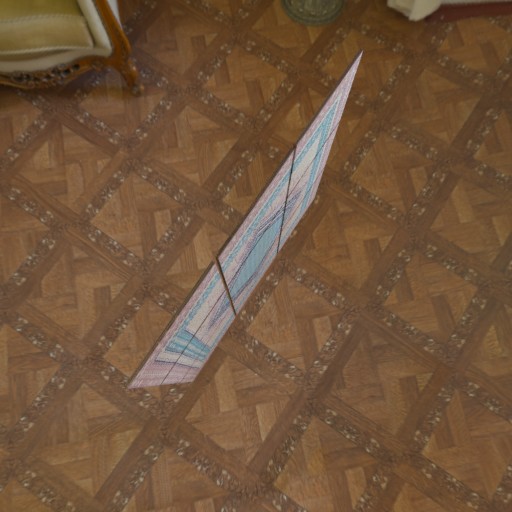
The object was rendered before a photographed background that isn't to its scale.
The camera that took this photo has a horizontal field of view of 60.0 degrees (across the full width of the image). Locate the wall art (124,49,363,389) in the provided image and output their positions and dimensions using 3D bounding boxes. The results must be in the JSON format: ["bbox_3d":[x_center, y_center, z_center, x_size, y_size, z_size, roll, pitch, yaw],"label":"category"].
[{"bbox_3d":[0.000,0.000,2.319,0.014,1.525,1.527,32,77,8],"label":"wall art"}]
